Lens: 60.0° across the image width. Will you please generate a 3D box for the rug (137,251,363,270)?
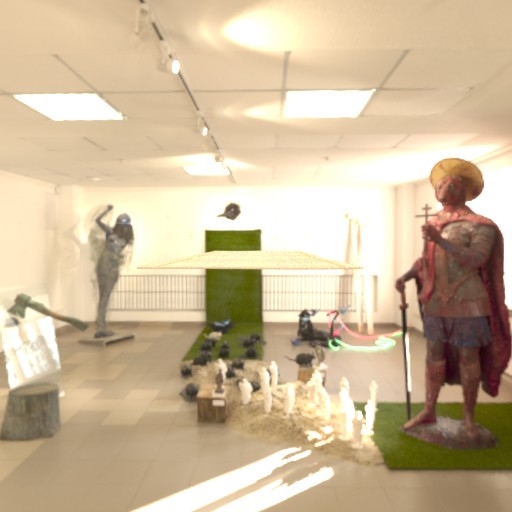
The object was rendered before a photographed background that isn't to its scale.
[{"bbox_3d":[0.000,0.000,2.717,0.770,0.016,2.442,0,2,1],"label":"rug"}]
